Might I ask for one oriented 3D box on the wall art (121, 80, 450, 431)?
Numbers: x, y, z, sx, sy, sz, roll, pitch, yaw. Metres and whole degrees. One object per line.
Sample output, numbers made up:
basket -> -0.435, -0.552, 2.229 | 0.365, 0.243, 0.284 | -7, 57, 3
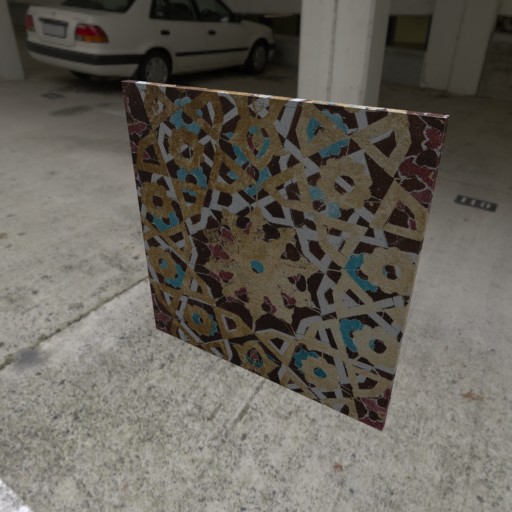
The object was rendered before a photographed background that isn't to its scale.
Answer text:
wall art -> 0.000, 0.000, 1.100 | 0.757, 0.762, 0.028 | 17, 34, 28
